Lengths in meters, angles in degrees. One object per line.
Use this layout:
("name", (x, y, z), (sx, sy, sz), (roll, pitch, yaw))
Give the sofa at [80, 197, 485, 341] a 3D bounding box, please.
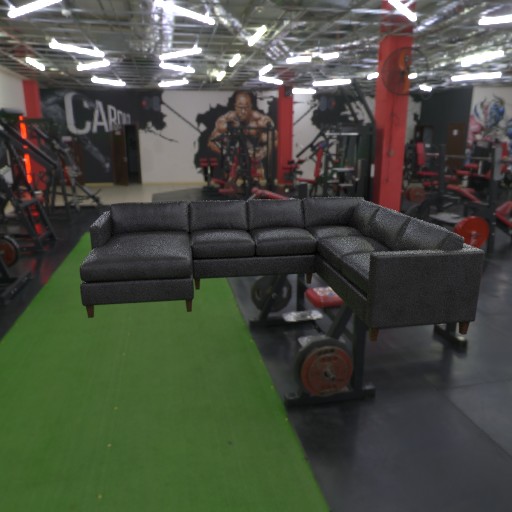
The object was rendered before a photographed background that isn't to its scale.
("sofa", (0.000, 0.000, 4.522), (3.324, 0.891, 2.452), (-2, 15, -9))
